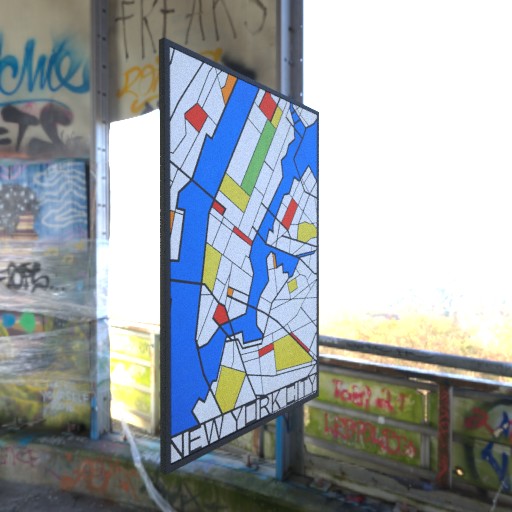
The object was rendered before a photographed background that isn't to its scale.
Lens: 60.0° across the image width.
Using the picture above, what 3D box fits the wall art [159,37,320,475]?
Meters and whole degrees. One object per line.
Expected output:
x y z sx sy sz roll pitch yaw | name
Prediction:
0.000 0.000 0.853 0.013 0.660 0.460 1 1 38 | wall art
